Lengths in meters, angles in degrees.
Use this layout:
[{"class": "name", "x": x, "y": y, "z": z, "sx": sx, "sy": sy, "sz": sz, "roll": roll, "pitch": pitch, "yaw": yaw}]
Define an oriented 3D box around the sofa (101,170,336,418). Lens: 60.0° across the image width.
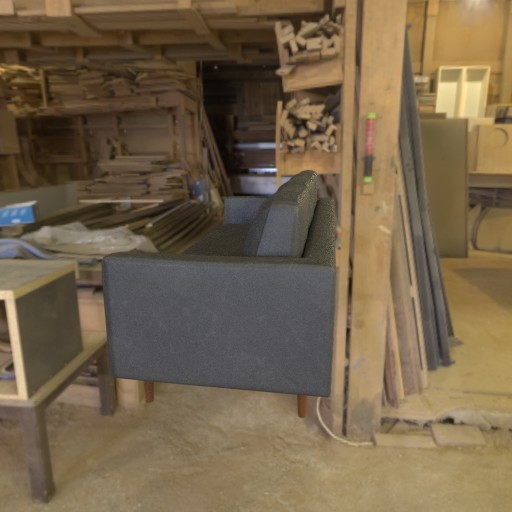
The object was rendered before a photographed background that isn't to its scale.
[{"class": "sofa", "x": 0.000, "y": 0.000, "z": 2.560, "sx": 0.879, "sy": 0.899, "sz": 2.029, "roll": 2, "pitch": 14, "yaw": 9}]
